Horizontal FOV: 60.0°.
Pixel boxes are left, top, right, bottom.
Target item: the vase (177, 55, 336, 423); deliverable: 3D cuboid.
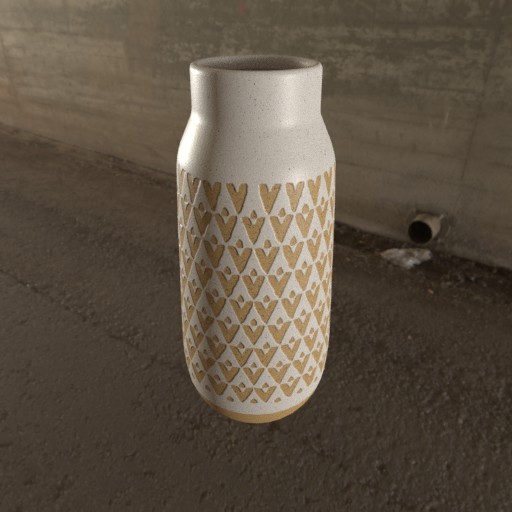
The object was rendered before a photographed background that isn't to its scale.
[{"bbox_3d":[0.000,0.000,0.380,0.137,0.307,0.137,0,30,0],"label":"vase"}]
